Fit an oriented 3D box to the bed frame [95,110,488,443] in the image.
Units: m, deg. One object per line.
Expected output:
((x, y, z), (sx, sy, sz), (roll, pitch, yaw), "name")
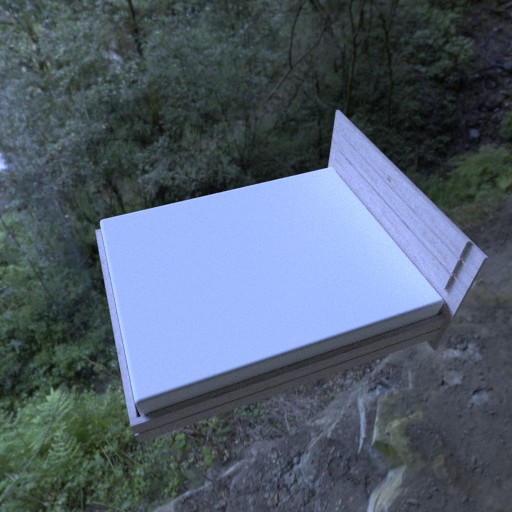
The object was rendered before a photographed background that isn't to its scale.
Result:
((0.000, 0.000, 3.098), (2.080, 0.970, 1.750), (-15, 48, -14), "bed frame")
